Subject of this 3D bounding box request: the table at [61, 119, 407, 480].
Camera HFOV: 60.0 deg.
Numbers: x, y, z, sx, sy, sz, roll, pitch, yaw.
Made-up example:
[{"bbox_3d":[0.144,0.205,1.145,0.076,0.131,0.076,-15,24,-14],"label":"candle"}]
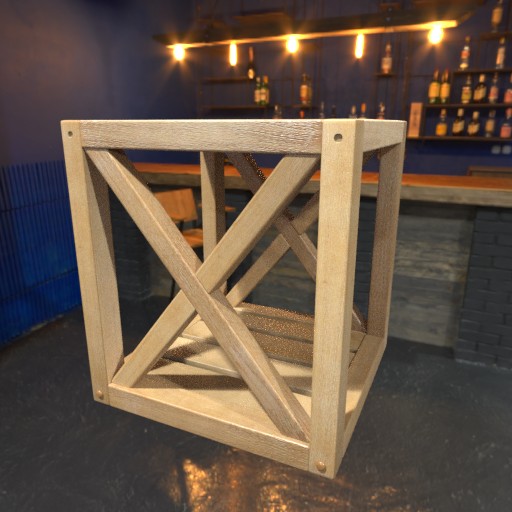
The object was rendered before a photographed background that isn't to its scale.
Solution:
[{"bbox_3d":[0.000,0.000,1.042,0.559,0.610,0.558,8,18,24],"label":"table"}]
